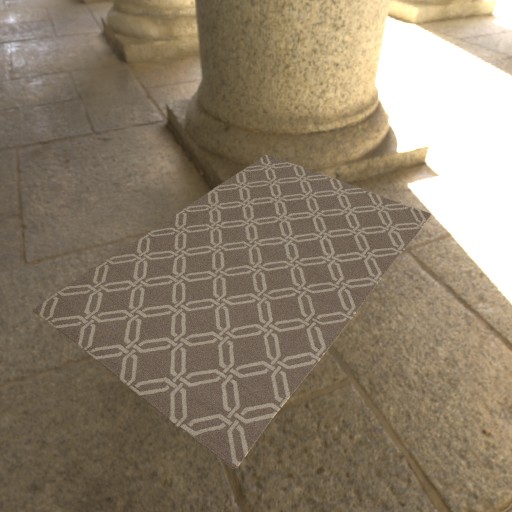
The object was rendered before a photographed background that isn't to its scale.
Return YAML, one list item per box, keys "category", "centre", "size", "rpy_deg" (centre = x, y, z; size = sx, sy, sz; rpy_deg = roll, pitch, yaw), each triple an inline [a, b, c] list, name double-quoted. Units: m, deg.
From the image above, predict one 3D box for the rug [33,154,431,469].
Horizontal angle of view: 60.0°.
- category: "rug"
  centre: [0.000, 0.000, 2.190]
  size: [1.142, 0.010, 1.748]
  rpy_deg: [26, 48, 27]
